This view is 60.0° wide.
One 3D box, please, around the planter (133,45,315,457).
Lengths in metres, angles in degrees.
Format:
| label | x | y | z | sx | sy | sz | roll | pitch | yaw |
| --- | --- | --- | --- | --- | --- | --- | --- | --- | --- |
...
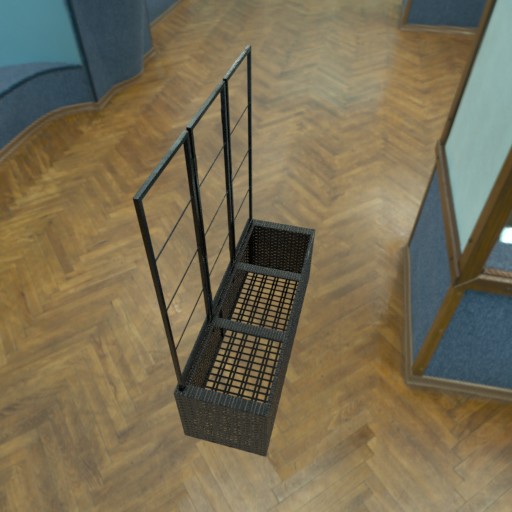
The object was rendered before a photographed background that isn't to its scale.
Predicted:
| label | x | y | z | sx | sy | sz | roll | pitch | yaw |
| --- | --- | --- | --- | --- | --- | --- | --- | --- | --- |
| planter | 0.000 | 0.000 | 1.191 | 0.244 | 0.841 | 0.699 | 10 | 46 | 10 |
